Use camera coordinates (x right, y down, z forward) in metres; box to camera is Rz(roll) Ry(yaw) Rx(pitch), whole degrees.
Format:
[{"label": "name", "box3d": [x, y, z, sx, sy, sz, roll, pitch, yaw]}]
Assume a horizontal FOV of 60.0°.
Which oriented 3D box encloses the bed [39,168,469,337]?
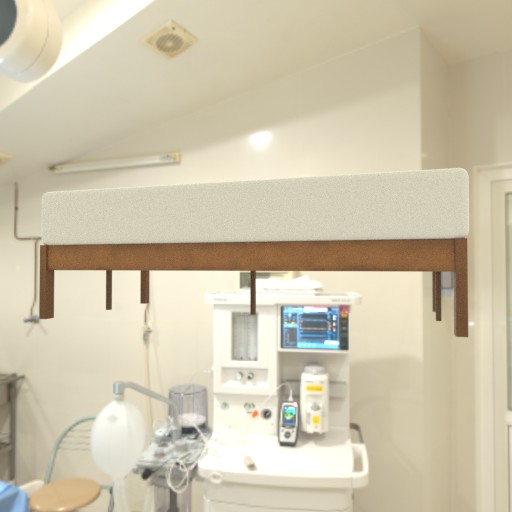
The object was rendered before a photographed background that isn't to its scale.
[{"label": "bed", "box3d": [0.000, 0.000, 2.331, 1.902, 0.616, 0.961, 0, -1, 17]}]
